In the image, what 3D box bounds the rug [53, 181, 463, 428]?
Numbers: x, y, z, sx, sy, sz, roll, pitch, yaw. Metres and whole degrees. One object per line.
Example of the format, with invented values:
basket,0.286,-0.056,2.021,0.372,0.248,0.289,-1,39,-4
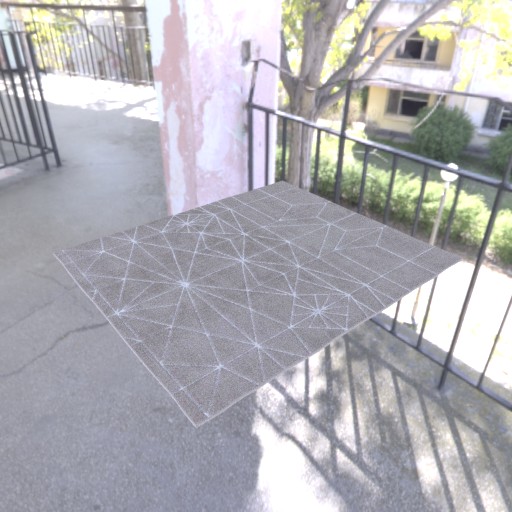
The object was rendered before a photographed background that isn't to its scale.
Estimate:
rug,0.000,0.000,0.905,0.639,0.006,0.548,-23,38,-33
